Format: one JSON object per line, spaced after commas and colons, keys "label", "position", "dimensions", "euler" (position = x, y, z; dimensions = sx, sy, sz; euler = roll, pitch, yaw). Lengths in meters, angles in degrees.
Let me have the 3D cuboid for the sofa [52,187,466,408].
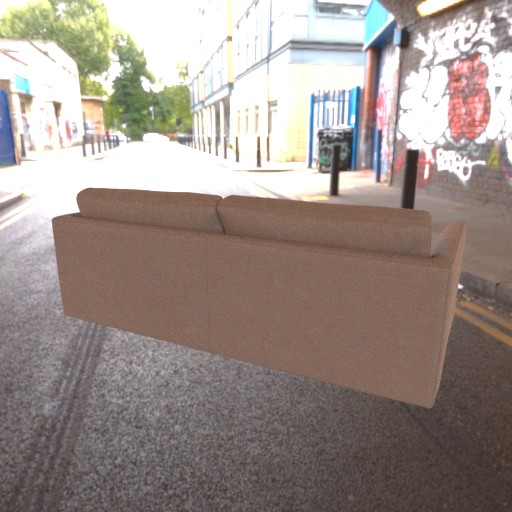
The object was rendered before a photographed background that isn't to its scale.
{"label": "sofa", "position": [0.000, 0.000, 2.703], "dimensions": [2.588, 0.838, 1.090], "euler": [8, 17, 26]}
